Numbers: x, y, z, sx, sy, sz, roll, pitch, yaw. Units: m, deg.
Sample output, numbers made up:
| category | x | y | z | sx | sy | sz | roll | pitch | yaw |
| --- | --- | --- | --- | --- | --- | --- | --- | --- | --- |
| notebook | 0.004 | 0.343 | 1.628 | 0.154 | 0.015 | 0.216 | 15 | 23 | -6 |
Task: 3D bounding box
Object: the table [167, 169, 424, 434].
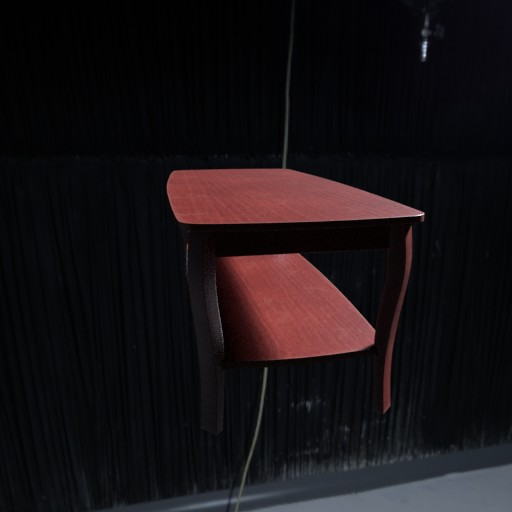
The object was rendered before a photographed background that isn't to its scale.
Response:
| category | x | y | z | sx | sy | sz | roll | pitch | yaw |
| --- | --- | --- | --- | --- | --- | --- | --- | --- | --- |
| table | 0.000 | 0.000 | 1.482 | 0.561 | 0.473 | 1.216 | -3 | 16 | -10 |
